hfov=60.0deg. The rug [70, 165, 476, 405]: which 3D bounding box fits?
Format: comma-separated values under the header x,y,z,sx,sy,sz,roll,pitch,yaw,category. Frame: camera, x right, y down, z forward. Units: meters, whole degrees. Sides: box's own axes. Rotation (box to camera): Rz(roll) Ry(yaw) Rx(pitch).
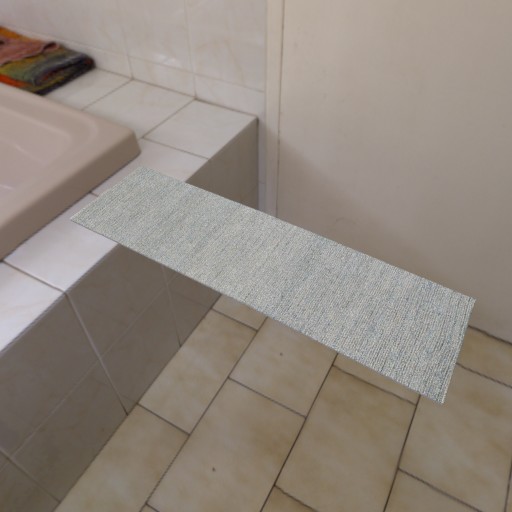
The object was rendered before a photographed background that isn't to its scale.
x,y,z,sx,sy,sz,roll,pitch,yaw,category
0.000,0.000,2.559,2.341,0.037,0.675,24,51,21,rug
